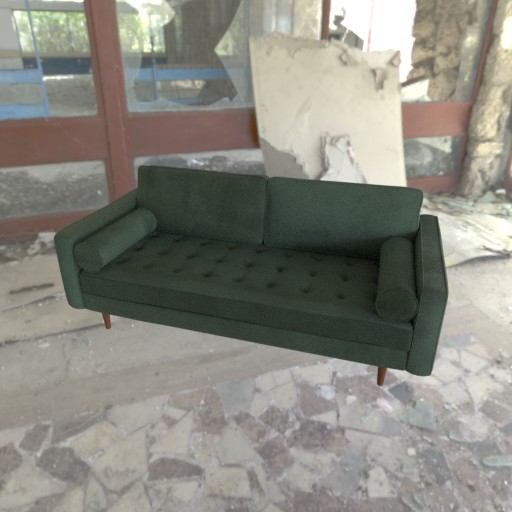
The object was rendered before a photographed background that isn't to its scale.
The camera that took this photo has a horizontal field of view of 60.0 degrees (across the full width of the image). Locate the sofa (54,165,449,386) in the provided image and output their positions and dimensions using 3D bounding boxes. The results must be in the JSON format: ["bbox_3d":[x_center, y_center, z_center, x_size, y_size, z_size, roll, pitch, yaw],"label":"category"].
[{"bbox_3d":[0.000,0.000,2.421,1.880,0.772,0.916,8,27,16],"label":"sofa"}]
